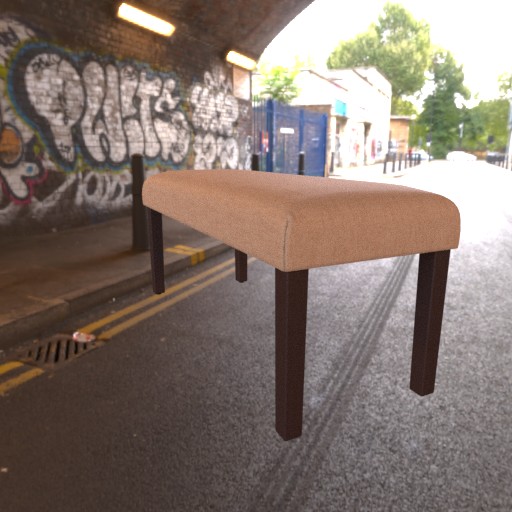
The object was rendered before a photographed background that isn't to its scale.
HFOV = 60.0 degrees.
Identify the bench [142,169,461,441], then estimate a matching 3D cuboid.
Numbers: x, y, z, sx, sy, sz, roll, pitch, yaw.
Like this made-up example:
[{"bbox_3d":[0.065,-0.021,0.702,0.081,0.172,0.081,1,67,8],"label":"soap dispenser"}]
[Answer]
[{"bbox_3d":[0.000,0.000,1.259,0.407,0.456,1.013,-7,15,-26],"label":"bench"}]
